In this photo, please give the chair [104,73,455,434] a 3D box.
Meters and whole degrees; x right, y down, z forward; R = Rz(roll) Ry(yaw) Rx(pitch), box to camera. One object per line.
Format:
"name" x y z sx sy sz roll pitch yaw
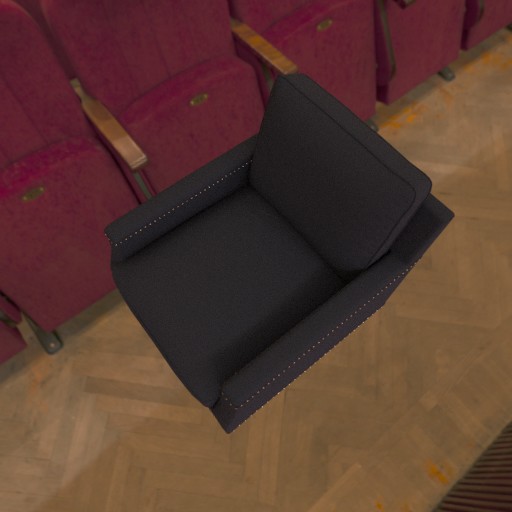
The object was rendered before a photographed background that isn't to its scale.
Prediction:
"chair" 0.000 0.000 1.747 1.014 0.943 0.853 -35 68 -16
